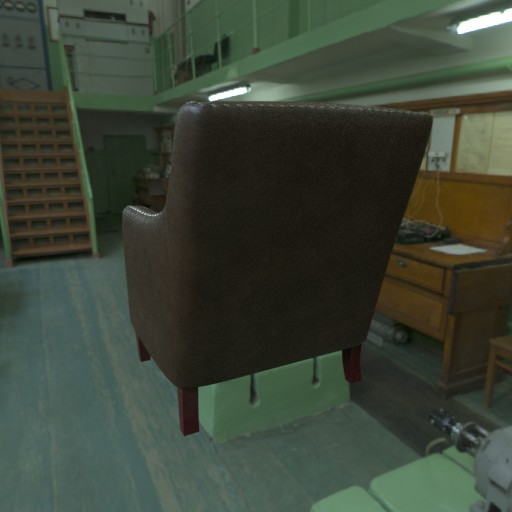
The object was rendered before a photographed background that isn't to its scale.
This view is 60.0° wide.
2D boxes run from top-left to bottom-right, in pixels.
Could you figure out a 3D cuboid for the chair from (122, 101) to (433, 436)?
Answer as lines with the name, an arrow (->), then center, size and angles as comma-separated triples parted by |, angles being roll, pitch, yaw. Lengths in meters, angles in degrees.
chair -> 0.000, 0.000, 1.305 | 0.639, 0.813, 0.704 | -7, 16, -27
